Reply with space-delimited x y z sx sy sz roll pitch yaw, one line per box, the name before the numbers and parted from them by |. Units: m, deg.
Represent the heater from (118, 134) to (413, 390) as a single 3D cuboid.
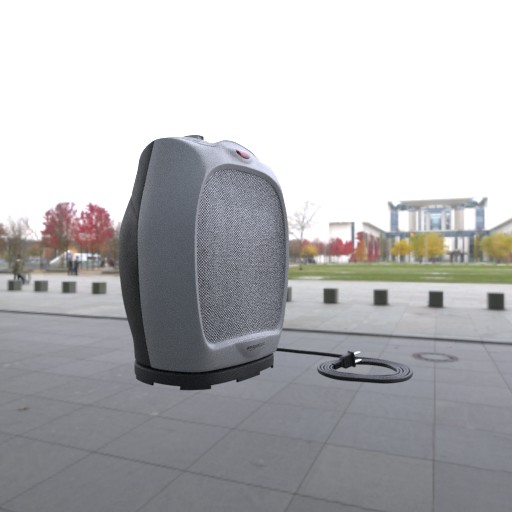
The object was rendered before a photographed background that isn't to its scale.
heater | 0.000 0.000 0.485 0.291 0.255 0.239 0 -1 37
